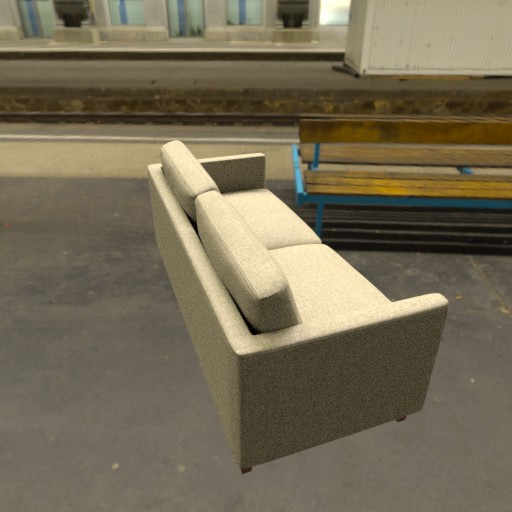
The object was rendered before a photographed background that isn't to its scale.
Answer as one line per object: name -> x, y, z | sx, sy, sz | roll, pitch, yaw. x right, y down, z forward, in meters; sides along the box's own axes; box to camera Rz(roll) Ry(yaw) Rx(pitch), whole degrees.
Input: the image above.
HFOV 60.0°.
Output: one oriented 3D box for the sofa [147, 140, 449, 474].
sofa -> 0.000, 0.000, 2.677 | 0.956, 0.960, 2.208 | -10, 31, -17
